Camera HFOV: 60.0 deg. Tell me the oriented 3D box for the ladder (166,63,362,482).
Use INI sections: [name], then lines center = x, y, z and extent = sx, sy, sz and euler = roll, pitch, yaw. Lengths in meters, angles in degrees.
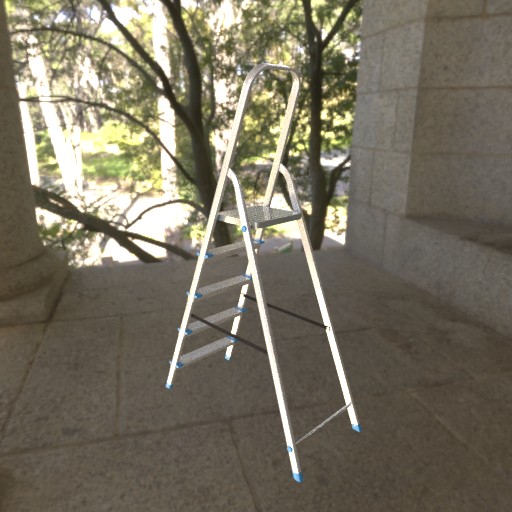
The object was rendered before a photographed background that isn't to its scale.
[ladder]
center = 0.000, 0.000, 2.088
extent = 0.468, 1.648, 0.990
euler = -16, 23, -42
